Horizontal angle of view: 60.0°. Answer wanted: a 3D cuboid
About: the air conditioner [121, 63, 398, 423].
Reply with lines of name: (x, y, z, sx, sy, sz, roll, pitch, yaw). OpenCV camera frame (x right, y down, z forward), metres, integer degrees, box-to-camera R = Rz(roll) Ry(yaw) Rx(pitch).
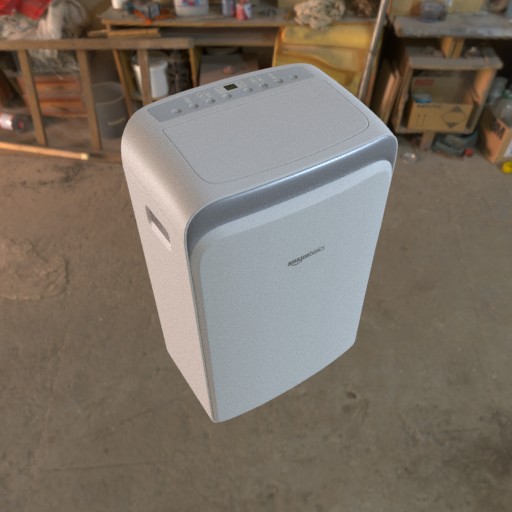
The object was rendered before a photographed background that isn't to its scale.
air conditioner: (0.000, 0.000, 0.968, 0.454, 0.700, 0.365, -24, 52, -21)
